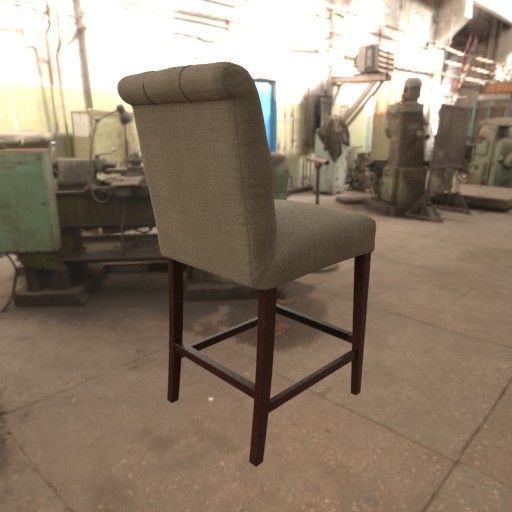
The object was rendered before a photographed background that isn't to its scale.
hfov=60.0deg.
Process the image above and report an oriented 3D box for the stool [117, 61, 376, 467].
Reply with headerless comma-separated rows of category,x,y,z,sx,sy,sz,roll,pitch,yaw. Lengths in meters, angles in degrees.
stool,0.000,0.000,1.433,0.660,1.084,0.486,-16,23,-42
